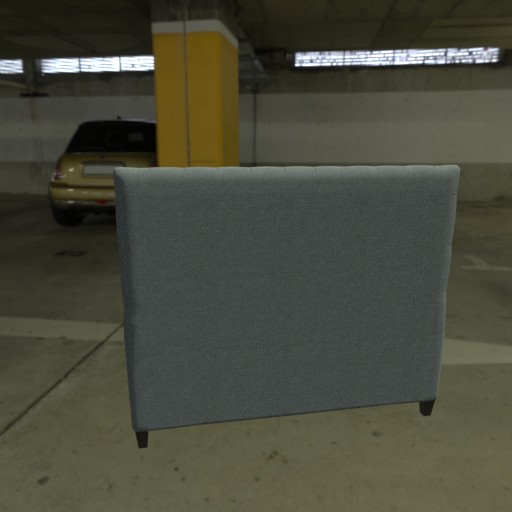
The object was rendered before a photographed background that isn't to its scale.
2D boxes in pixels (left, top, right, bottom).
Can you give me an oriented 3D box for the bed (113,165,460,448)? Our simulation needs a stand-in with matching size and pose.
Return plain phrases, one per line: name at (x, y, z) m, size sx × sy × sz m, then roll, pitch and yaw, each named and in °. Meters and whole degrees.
bed at (0.000, 0.000, 3.329) m, size 1.698 × 1.411 × 2.335 m, roll -2°, pitch 14°, yaw -10°
